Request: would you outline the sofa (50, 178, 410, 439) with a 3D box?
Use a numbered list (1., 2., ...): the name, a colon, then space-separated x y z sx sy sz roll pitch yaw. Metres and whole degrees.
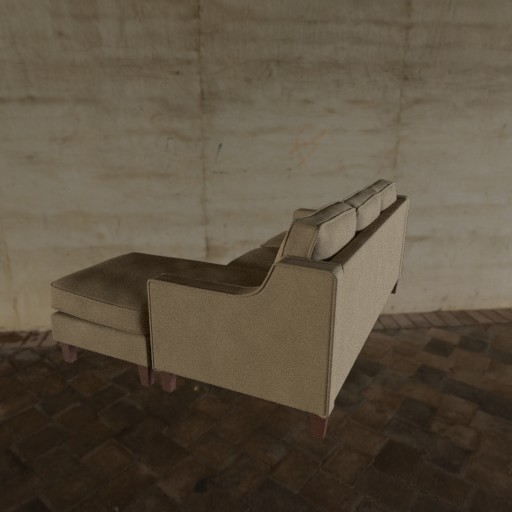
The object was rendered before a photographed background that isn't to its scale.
1. sofa: 0.000 0.000 3.338 1.858 1.066 2.317 8 18 25
